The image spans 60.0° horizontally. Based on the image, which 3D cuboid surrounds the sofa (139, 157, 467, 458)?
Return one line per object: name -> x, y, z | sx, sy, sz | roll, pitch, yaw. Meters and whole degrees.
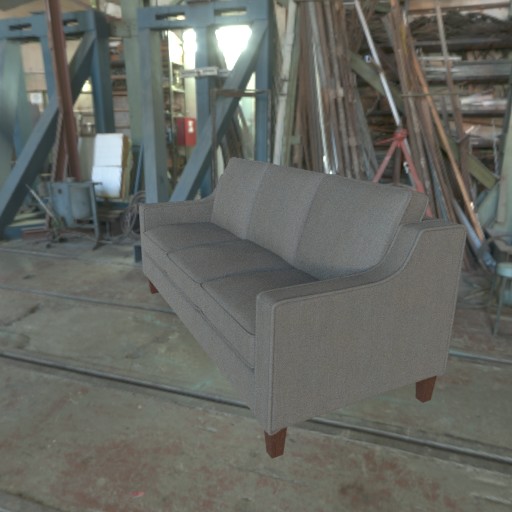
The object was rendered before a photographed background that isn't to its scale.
sofa -> 0.000, 0.000, 2.521 | 0.911, 0.974, 1.986 | -8, 19, -25
